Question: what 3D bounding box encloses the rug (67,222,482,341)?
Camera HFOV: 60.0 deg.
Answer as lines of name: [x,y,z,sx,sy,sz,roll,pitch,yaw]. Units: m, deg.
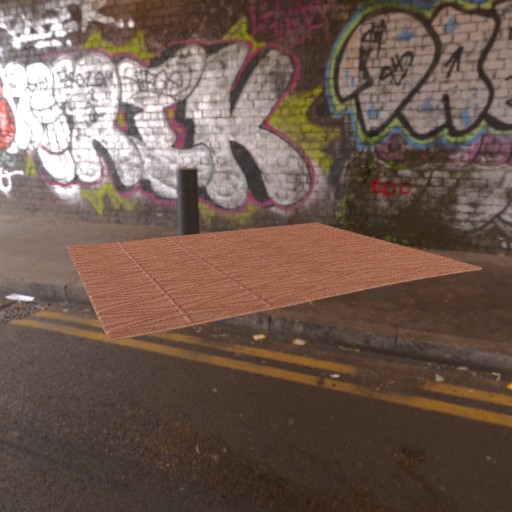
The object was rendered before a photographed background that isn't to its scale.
rug: [0.000,0.000,4.106,3.052,0.043,2.453,-7,16,-26]
